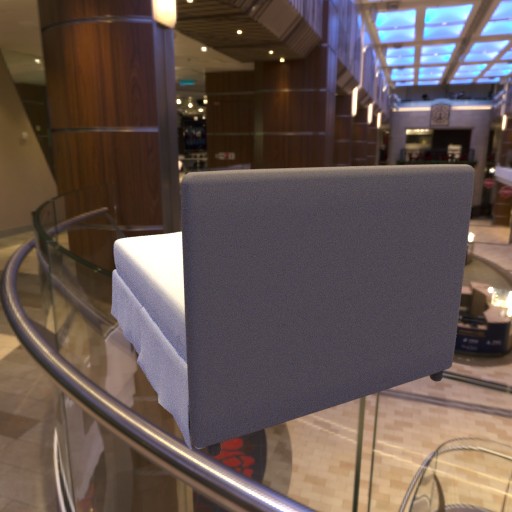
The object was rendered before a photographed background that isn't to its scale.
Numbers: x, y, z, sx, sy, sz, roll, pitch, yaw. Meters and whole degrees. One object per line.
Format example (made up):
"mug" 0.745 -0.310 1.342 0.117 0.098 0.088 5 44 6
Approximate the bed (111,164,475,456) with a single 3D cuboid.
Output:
"bed" 0.000 0.000 3.148 1.748 1.330 2.142 -7 16 -26
